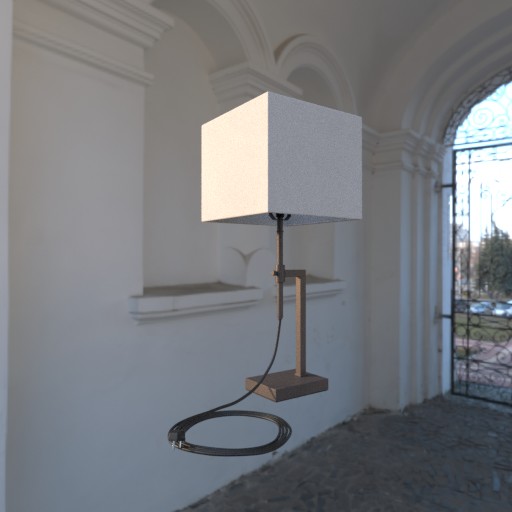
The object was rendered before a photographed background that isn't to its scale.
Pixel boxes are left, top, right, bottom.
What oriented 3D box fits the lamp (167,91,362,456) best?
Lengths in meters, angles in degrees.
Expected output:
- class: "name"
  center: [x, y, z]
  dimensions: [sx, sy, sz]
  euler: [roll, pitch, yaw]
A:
- class: "lamp"
  center: [0.000, 0.000, 0.967]
  dimensions: [0.504, 0.660, 0.399]
  euler: [0, 0, -35]
